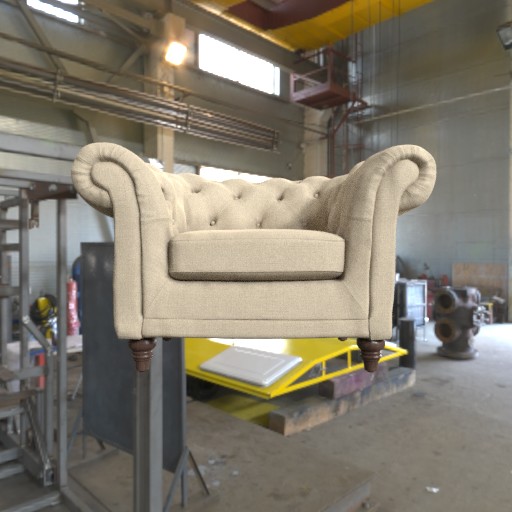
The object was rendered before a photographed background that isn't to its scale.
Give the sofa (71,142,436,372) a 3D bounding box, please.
[{"bbox_3d":[0.000,0.000,2.105,1.405,0.878,1.034,0,1,0],"label":"sofa"}]
